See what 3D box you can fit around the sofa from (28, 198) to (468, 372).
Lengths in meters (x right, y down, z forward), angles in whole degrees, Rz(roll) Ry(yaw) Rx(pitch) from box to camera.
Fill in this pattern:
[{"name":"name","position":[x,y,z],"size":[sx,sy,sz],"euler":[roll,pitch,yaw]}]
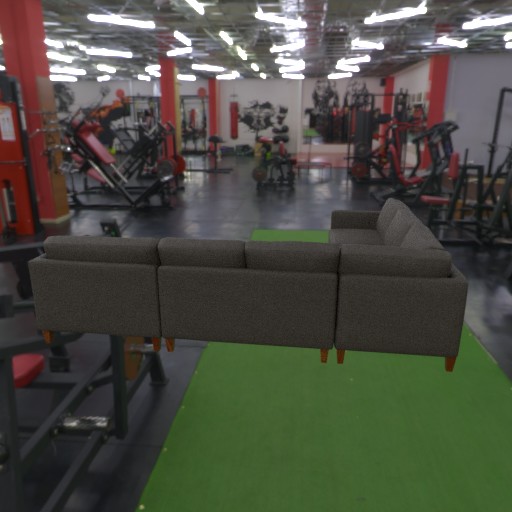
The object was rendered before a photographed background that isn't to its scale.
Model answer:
[{"name":"sofa","position":[0.000,0.000,4.655],"size":[3.460,0.961,2.594],"euler":[2,17,8]}]
